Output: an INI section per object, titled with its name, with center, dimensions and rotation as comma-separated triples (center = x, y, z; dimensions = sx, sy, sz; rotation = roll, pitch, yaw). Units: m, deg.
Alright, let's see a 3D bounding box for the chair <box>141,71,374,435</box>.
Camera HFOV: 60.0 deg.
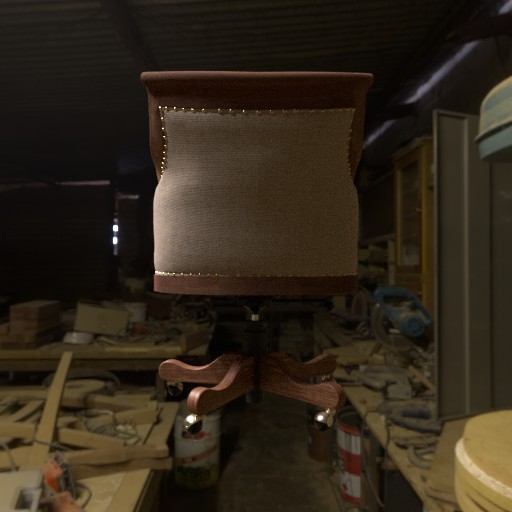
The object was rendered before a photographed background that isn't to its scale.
[chair]
center = 0.000, 0.000, 1.428
dimensions = 0.656, 0.965, 0.689
rotation = 0, 0, -1
